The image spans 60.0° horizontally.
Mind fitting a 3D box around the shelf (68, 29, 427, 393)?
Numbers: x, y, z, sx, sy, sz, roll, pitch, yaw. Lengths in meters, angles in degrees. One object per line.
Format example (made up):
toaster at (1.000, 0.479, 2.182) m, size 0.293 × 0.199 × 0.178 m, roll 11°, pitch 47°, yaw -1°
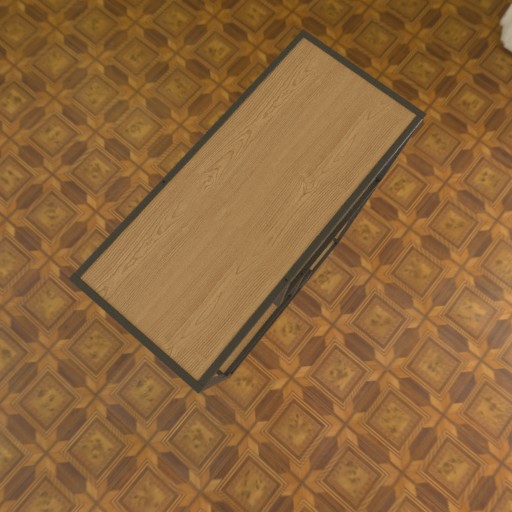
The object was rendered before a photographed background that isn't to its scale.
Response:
shelf at (0.000, 0.000, 1.493) m, size 0.350 × 1.138 × 0.770 m, roll 39°, pitch 79°, yaw 9°
